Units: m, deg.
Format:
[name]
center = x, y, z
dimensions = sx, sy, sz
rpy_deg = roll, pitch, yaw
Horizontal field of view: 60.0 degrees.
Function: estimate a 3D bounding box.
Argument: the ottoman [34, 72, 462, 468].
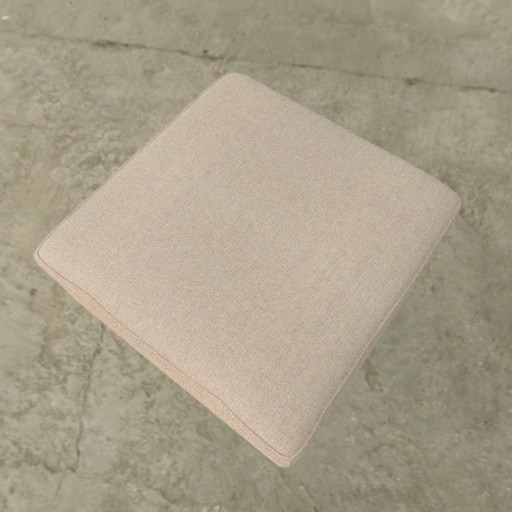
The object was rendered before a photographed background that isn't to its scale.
[ottoman]
center = 0.000, 0.000, 1.314
dimensions = 0.838, 0.481, 0.838
rpy_deg = 34, 69, 15
